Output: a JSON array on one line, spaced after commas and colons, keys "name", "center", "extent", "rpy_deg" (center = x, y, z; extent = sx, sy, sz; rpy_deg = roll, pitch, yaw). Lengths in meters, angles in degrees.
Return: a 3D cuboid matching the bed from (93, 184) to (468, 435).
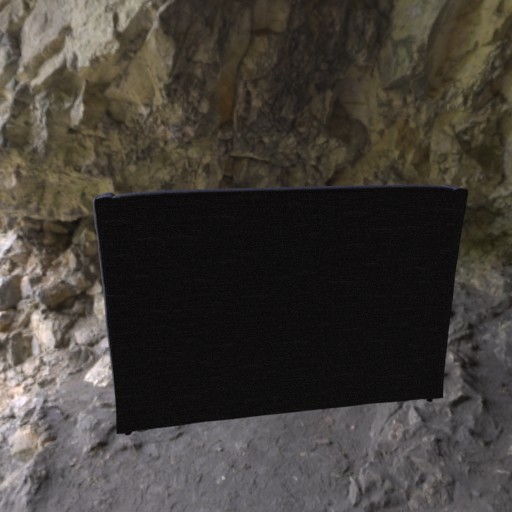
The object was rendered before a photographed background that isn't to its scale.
[{"name": "bed", "center": [0.000, 0.000, 3.419], "extent": [1.925, 1.332, 2.276], "rpy_deg": [-3, 16, -9]}]
